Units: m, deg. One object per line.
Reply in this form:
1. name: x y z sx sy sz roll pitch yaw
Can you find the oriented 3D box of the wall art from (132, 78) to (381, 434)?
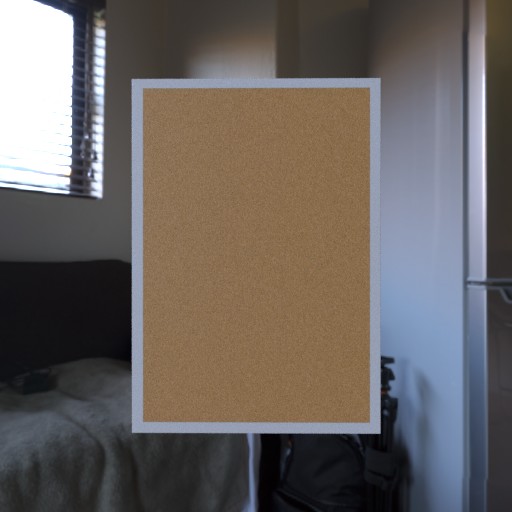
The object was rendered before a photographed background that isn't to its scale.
1. wall art: 0.000 0.000 1.181 0.659 0.940 0.013 0 0 1
